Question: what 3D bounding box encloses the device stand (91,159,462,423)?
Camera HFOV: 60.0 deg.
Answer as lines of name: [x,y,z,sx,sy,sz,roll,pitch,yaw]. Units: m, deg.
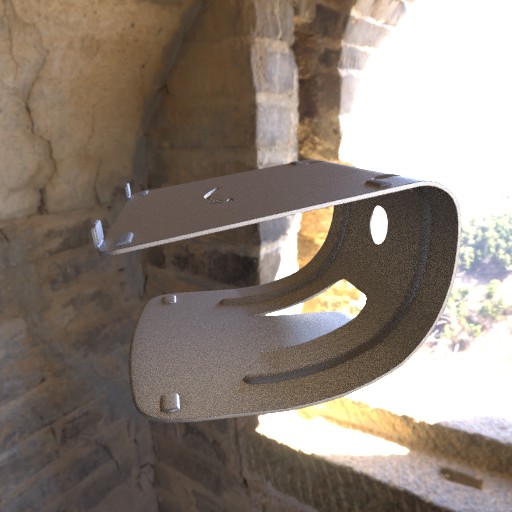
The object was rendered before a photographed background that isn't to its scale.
device stand: [0.000,0.000,0.397,0.236,0.155,0.256,-3,16,-10]
